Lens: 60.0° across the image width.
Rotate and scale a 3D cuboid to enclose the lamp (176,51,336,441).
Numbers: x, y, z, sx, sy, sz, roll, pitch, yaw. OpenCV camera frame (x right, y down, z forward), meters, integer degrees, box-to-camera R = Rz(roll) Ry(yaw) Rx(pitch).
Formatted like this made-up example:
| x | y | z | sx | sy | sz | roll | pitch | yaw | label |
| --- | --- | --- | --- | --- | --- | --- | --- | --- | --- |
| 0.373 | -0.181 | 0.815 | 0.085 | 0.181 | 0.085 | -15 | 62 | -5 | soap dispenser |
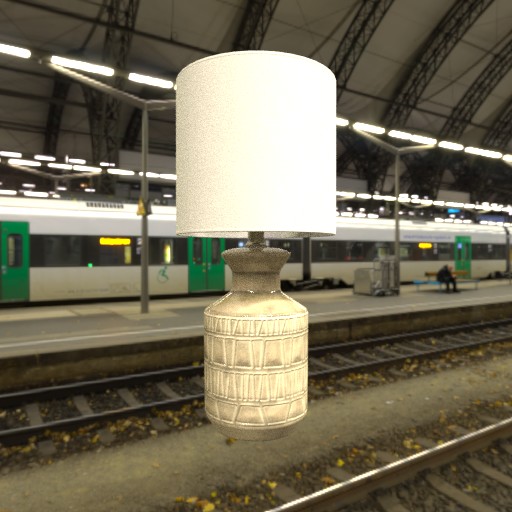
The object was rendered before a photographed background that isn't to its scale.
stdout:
| x | y | z | sx | sy | sz | roll | pitch | yaw | label |
| --- | --- | --- | --- | --- | --- | --- | --- | --- | --- |
| 0.000 | 0.000 | 0.596 | 0.211 | 0.455 | 0.211 | 0 | 0 | 36 | lamp |
